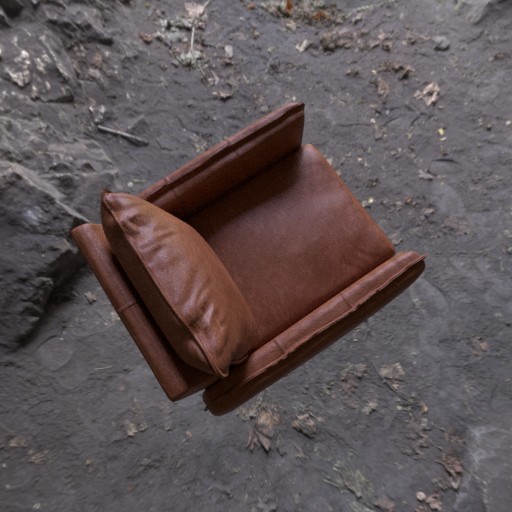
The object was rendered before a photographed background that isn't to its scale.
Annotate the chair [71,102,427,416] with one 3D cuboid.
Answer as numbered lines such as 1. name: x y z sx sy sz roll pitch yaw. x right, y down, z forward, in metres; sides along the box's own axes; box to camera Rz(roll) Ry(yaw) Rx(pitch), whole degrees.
1. chair: 0.000 0.000 1.618 0.922 0.922 0.830 -33 78 -8
